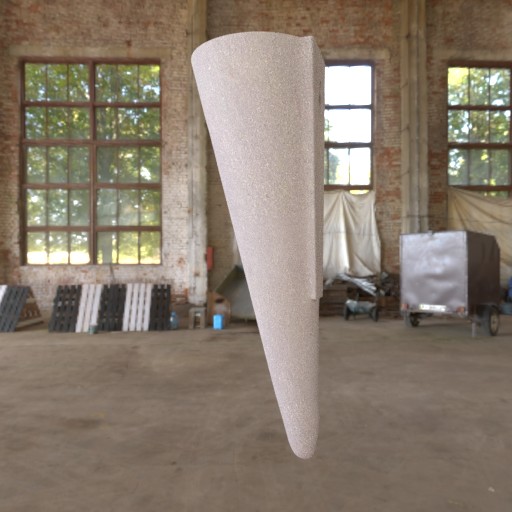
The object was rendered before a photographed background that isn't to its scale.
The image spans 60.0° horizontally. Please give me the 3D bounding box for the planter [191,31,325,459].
[{"bbox_3d":[0.000,0.000,0.294,0.087,0.259,0.078,0,0,18],"label":"planter"}]
